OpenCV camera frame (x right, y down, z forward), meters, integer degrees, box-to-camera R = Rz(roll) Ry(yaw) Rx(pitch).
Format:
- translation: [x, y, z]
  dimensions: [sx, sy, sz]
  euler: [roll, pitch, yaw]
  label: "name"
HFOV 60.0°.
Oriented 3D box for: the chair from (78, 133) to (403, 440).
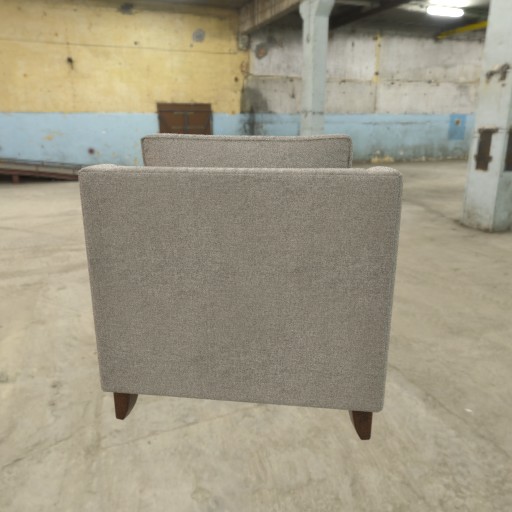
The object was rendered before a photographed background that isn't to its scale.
- translation: [0.000, 0.000, 1.618]
  dimensions: [0.838, 0.864, 0.918]
  euler: [2, 16, 7]
  label: "chair"
